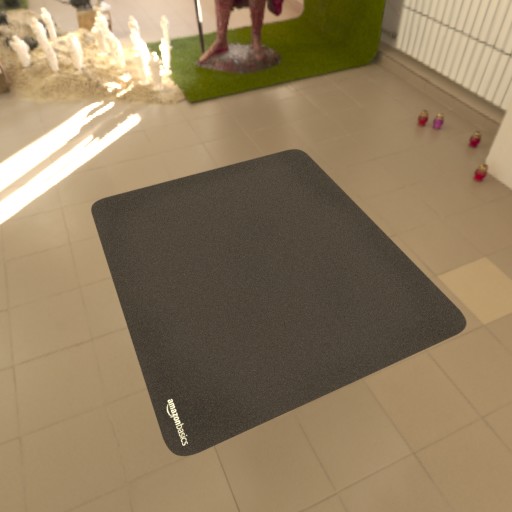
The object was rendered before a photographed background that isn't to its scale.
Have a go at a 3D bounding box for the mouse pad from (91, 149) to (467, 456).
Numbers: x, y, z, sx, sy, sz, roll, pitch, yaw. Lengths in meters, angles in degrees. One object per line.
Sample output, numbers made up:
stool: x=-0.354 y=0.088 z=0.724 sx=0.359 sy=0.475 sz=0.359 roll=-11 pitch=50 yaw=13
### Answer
mouse pad: x=0.000 y=0.000 z=0.637 sx=0.393 sy=0.002 sz=0.451 roll=-18 pitch=49 yaw=-17
